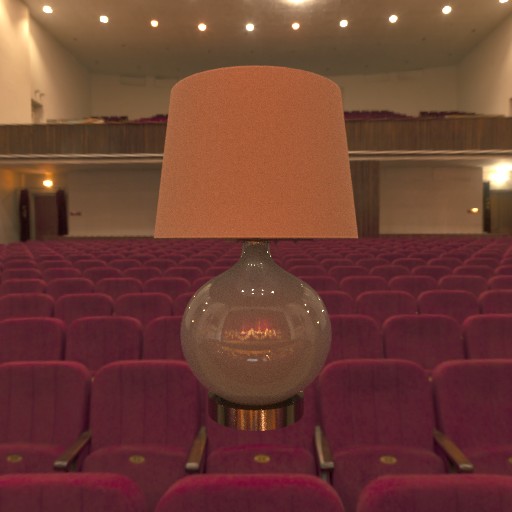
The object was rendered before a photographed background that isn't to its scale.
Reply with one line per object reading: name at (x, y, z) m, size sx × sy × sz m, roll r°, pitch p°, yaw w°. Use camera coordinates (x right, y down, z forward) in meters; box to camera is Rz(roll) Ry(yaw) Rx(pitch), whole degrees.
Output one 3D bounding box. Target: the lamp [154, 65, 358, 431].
lamp at (0.000, 0.000, 0.549) m, size 0.247 × 0.387 × 0.247 m, roll 0°, pitch 2°, yaw 0°
